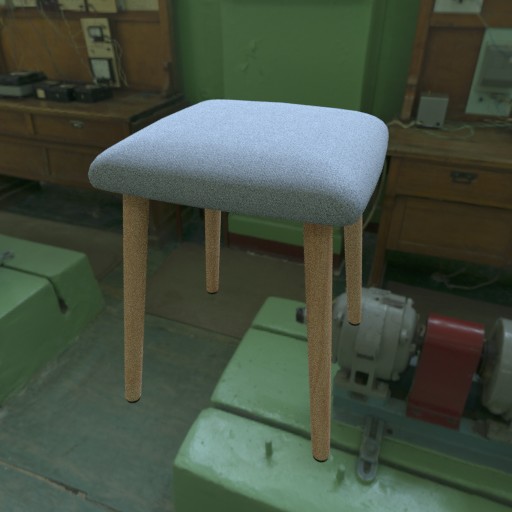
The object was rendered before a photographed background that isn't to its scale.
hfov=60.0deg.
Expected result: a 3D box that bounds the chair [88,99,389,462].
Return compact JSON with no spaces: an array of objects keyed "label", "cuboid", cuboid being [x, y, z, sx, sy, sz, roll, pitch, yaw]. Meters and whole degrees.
[{"label":"chair","cuboid":[0.000,0.000,0.715,0.350,0.440,0.350,11,33,17]}]
